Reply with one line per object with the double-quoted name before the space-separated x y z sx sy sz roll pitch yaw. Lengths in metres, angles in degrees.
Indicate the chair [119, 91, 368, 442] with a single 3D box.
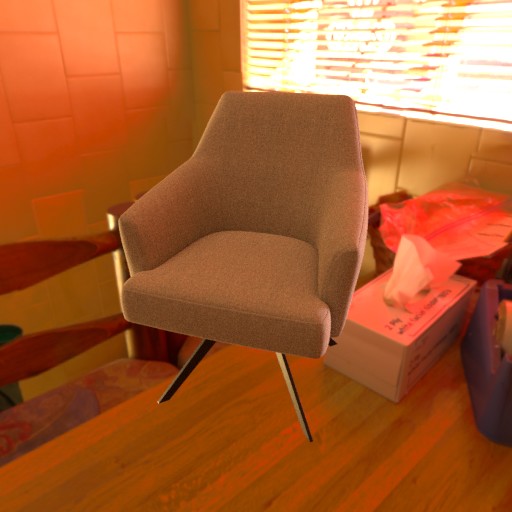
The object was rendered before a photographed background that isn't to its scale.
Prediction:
"chair" 0.000 0.000 1.338 0.642 0.874 0.677 8 27 16
